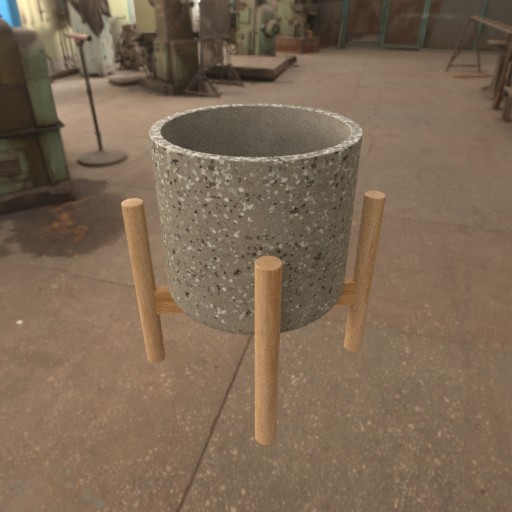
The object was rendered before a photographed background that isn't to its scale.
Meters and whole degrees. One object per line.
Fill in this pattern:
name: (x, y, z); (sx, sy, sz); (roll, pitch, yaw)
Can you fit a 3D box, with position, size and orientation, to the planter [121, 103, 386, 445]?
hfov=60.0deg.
planter: (0.000, 0.000, 0.552); (0.284, 0.320, 0.284); (9, 32, 15)
